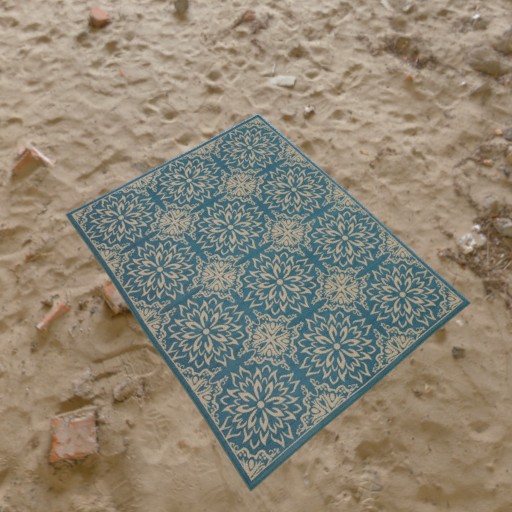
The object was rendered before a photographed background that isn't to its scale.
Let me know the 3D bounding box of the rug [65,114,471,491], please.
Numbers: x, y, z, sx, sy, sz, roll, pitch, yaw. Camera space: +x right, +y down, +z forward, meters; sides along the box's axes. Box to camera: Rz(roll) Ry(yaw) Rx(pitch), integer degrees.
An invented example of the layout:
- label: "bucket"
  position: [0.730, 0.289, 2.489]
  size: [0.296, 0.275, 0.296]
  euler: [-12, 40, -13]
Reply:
- label: "rug"
  position: [0.000, 0.000, 4.016]
  size: [2.350, 0.018, 2.964]
  euler: [-33, 64, -18]
